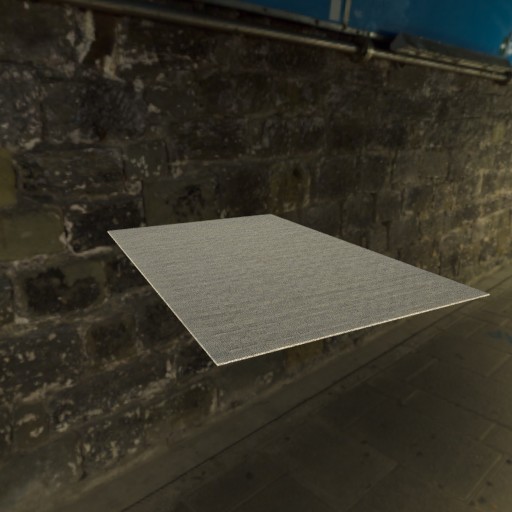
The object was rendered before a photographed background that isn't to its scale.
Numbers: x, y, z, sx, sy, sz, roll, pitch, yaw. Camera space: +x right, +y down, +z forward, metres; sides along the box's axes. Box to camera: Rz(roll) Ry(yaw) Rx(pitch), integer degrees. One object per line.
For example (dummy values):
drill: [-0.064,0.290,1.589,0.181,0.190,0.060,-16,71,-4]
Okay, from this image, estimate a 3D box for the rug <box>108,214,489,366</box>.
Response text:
rug: [0.000,0.000,2.220,1.142,0.006,1.752,-8,19,-26]
